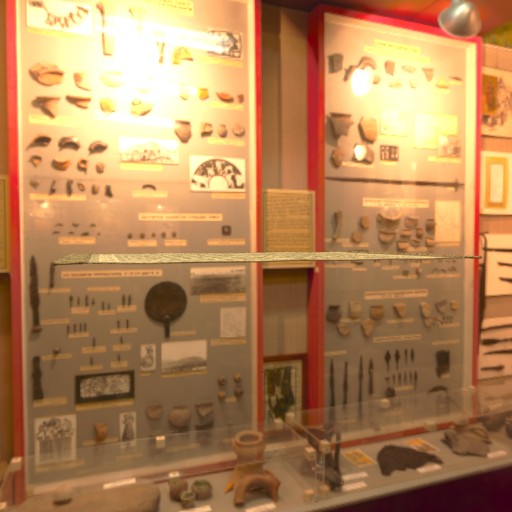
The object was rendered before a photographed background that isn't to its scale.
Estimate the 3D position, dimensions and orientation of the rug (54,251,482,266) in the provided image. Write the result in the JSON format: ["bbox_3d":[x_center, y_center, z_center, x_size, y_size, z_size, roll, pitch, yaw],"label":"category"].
[{"bbox_3d":[0.000,0.000,3.045,2.431,0.025,1.530,-1,2,-19],"label":"rug"}]
